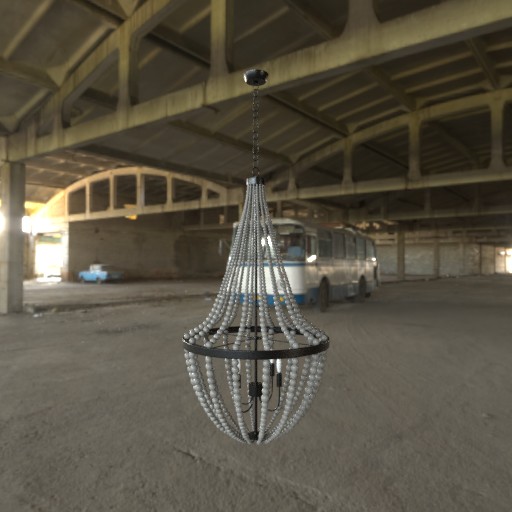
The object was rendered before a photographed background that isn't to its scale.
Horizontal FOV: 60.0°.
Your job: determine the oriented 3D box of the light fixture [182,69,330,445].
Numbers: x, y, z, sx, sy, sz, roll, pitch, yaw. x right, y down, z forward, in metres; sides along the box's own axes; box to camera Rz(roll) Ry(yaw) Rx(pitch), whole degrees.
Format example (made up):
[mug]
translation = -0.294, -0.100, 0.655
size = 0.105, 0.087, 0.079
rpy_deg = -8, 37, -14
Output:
[light fixture]
translation = 0.000, 0.000, 1.378
size = 0.450, 1.133, 0.450
rpy_deg = 0, -1, 0
